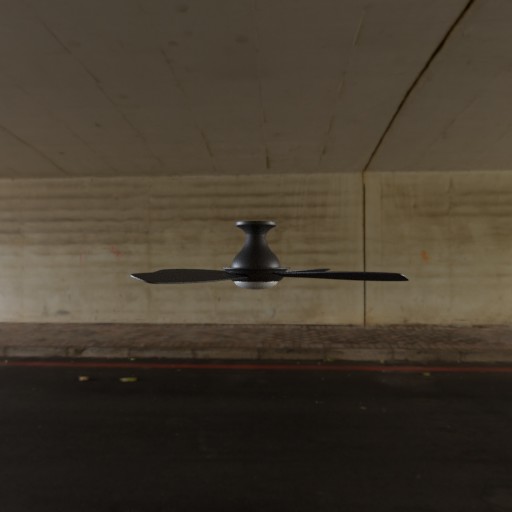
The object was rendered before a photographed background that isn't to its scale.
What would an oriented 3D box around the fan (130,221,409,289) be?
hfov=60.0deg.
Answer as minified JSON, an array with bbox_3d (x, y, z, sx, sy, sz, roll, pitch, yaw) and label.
[{"bbox_3d":[0.000,0.000,2.529,1.694,0.382,1.694,-1,-1,35],"label":"fan"}]
